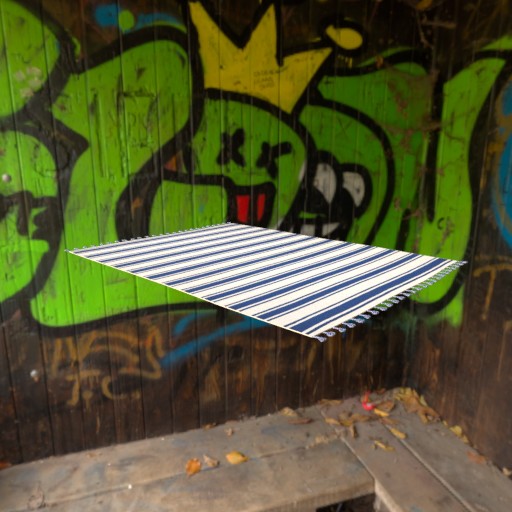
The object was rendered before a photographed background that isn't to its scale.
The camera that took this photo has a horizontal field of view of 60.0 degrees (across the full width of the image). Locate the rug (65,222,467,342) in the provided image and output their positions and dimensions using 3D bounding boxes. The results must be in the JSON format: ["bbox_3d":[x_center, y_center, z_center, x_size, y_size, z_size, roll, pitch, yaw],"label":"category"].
[{"bbox_3d":[0.000,0.000,4.551,3.416,0.016,2.471,13,19,42],"label":"rug"}]
